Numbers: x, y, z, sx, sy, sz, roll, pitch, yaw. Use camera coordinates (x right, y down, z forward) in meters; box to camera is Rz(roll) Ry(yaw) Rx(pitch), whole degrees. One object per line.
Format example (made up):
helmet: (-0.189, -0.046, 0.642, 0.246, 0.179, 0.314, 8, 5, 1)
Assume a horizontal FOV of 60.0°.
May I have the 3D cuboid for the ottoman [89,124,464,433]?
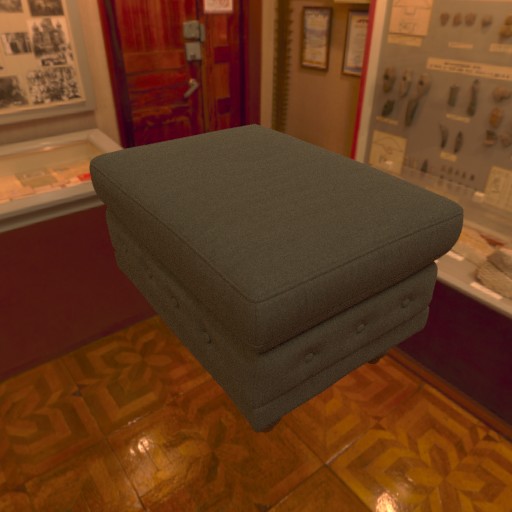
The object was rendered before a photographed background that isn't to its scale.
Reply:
ottoman: (0.000, 0.000, 1.161, 0.569, 0.500, 0.771, -21, 38, -30)
